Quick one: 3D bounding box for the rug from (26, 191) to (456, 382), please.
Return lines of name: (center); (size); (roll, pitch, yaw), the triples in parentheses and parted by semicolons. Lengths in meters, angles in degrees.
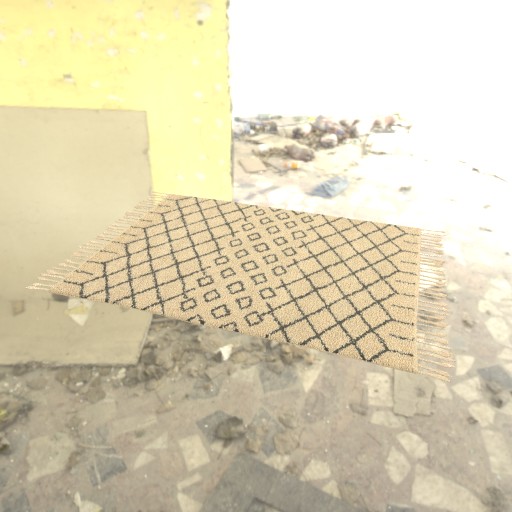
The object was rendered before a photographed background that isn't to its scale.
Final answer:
rug: (0.000, 0.000, 3.161); (2.615, 0.029, 1.664); (10, 32, 16)
